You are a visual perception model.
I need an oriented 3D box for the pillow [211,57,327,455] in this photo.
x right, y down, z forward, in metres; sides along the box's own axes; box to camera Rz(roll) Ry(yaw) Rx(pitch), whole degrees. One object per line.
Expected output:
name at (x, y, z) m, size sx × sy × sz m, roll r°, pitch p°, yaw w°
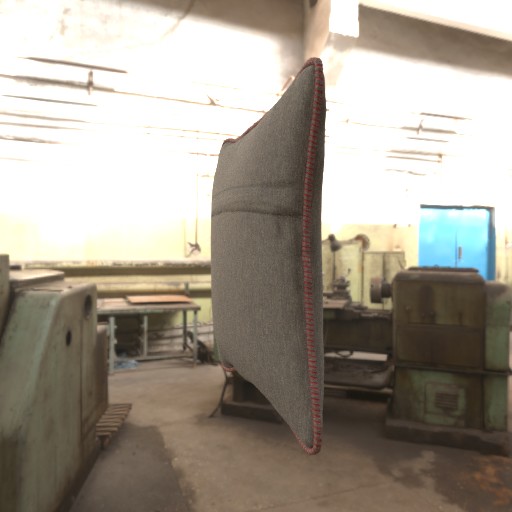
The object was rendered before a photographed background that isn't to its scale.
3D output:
pillow at (0.000, 0.000, 0.751) m, size 0.124 × 0.491 × 0.482 m, roll 0°, pitch 1°, yaw -19°
